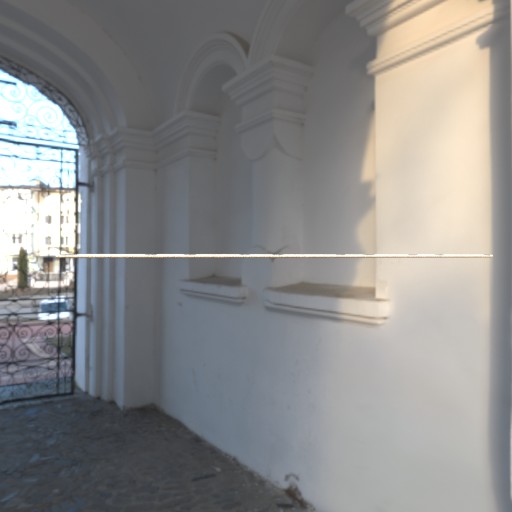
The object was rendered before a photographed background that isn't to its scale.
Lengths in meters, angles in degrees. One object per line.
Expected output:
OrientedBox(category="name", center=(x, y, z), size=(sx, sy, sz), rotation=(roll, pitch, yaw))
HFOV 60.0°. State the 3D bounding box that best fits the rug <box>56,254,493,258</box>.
OrientedBox(category="rug", center=(0.000, 0.000, 3.822), size=(2.910, 0.021, 2.211), rotation=(0, 0, -17))
